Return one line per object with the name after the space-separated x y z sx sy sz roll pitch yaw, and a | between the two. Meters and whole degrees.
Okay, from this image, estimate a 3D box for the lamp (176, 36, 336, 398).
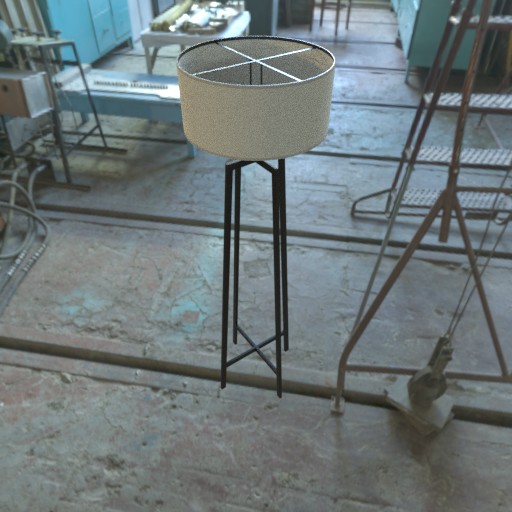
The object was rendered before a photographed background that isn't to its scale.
0.000 0.000 1.771 0.456 1.510 0.457 -25 46 -26 | lamp
